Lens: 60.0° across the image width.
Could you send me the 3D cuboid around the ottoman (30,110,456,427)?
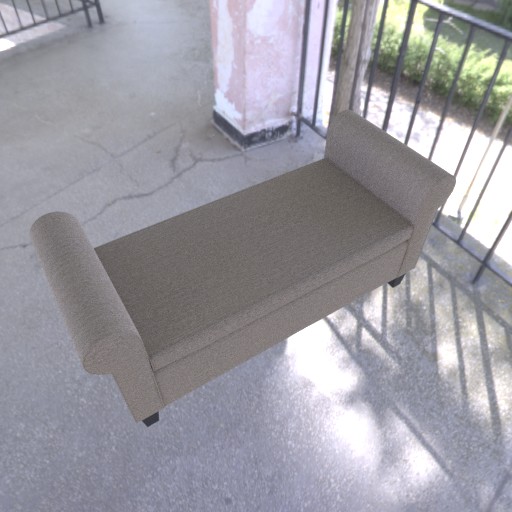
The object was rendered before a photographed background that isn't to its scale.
[{"bbox_3d":[0.000,0.000,1.541,1.256,0.547,0.521,-25,51,-22],"label":"ottoman"}]
